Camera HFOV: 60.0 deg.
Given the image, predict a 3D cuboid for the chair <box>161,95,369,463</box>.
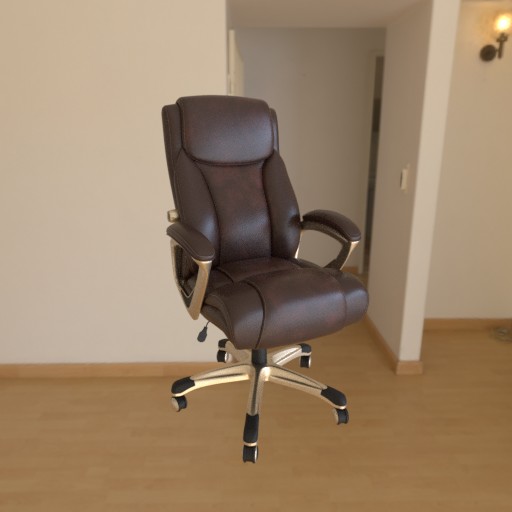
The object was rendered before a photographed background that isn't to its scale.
[{"bbox_3d":[0.000,0.000,1.683,0.692,1.194,0.749,-8,17,-25],"label":"chair"}]
